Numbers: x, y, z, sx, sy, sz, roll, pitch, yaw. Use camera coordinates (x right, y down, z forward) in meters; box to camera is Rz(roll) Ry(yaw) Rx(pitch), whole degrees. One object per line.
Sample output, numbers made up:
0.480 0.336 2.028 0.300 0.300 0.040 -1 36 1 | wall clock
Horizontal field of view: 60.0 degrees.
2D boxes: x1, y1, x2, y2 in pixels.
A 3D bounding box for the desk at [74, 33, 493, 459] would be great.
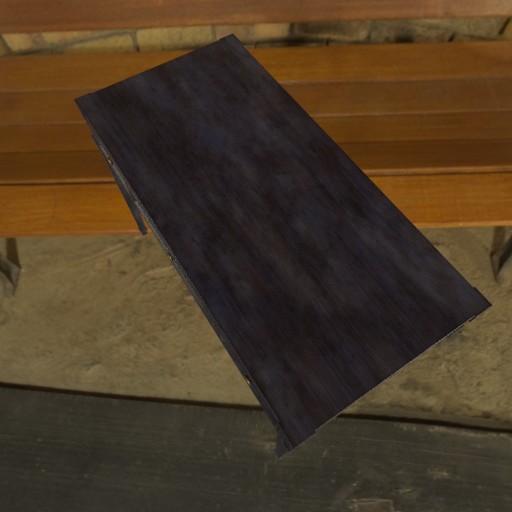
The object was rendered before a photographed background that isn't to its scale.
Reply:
0.000 0.000 1.702 0.630 0.861 1.289 -30 66 -15 | desk
